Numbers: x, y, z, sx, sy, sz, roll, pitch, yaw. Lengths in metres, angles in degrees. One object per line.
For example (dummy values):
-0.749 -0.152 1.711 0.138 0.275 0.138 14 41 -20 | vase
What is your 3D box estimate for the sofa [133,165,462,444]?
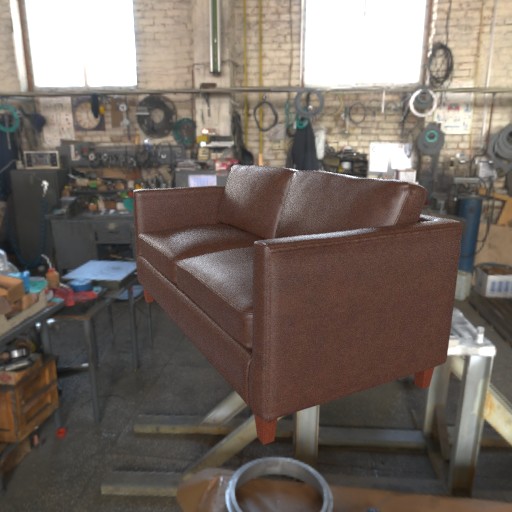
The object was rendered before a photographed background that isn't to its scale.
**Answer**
0.000 0.000 2.443 0.951 0.933 1.883 -7 16 -27 | sofa
